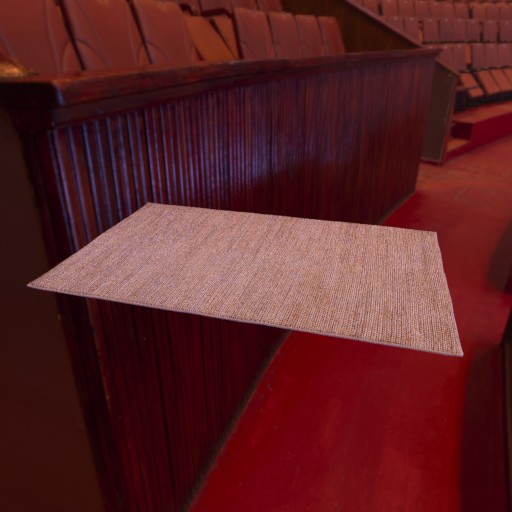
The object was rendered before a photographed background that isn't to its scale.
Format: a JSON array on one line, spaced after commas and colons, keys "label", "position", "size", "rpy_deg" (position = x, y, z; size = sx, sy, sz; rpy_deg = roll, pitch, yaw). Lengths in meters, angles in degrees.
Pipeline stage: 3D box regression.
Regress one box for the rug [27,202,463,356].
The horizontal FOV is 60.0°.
[{"label": "rug", "position": [0.000, 0.000, 3.023], "size": [2.438, 0.034, 1.521], "rpy_deg": [7, 27, 14]}]
